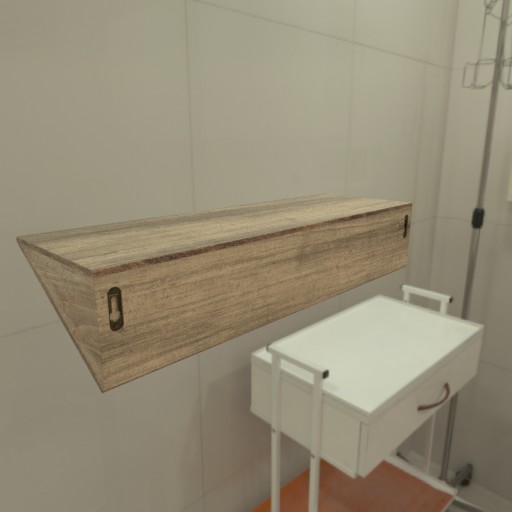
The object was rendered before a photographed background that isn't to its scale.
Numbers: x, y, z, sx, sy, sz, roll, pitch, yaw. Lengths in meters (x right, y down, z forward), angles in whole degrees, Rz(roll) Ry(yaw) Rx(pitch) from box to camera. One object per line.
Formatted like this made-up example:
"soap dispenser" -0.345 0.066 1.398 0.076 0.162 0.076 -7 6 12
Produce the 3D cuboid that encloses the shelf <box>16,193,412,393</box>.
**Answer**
"shelf" 0.000 0.000 0.684 0.200 0.125 0.610 14 20 43
